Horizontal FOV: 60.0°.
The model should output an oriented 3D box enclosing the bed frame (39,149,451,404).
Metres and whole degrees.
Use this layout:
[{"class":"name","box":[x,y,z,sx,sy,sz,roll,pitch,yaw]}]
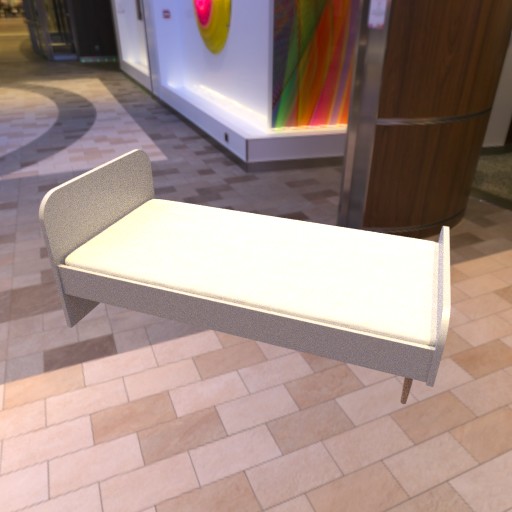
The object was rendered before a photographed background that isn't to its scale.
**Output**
[{"class":"bed frame","box":[0.000,0.000,2.483,1.963,0.805,0.998,10,32,17]}]
